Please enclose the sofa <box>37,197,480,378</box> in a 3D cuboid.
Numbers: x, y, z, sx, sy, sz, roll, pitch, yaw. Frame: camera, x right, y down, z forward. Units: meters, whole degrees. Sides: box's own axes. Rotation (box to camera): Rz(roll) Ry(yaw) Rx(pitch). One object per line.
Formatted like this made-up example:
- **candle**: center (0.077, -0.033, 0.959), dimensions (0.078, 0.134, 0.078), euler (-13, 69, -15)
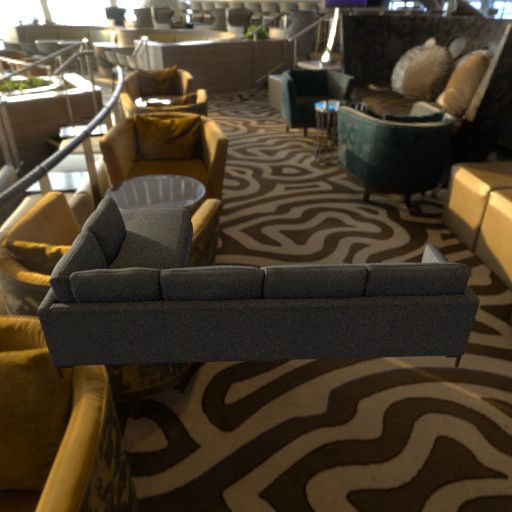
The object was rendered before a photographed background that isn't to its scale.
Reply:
- **sofa**: center (0.000, 0.000, 3.832), dimensions (2.949, 0.815, 2.007), euler (-1, 30, -2)
